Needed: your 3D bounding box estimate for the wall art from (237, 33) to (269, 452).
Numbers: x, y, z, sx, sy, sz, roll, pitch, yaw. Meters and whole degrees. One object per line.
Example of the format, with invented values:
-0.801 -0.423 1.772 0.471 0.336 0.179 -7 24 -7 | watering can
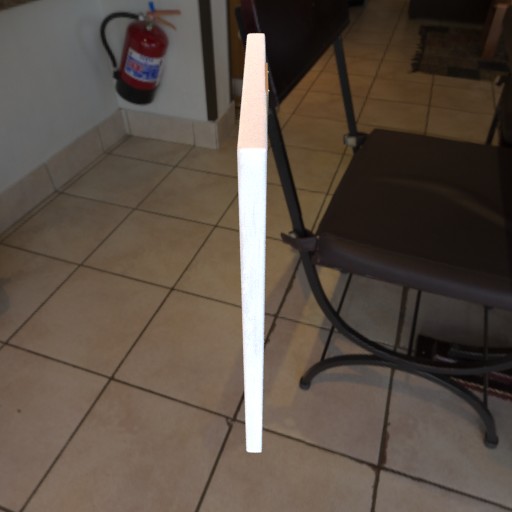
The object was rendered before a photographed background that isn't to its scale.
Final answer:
0.000 0.000 1.152 0.048 0.916 0.602 0 41 0 | wall art
